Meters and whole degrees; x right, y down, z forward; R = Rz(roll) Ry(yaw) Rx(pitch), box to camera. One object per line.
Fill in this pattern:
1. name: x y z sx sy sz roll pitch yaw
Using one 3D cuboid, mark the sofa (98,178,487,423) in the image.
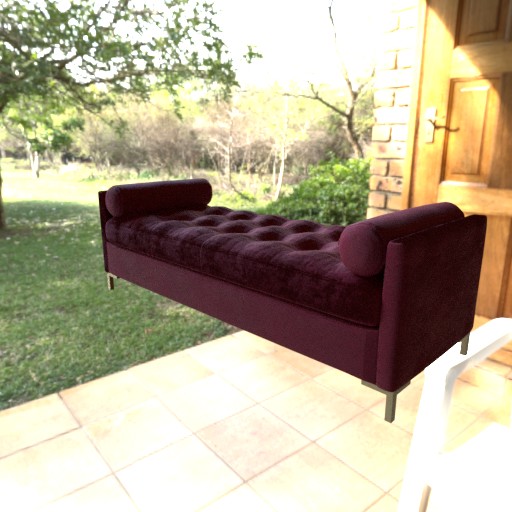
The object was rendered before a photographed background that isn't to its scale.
1. sofa: 0.000 0.000 2.431 2.102 0.705 0.796 14 20 43
